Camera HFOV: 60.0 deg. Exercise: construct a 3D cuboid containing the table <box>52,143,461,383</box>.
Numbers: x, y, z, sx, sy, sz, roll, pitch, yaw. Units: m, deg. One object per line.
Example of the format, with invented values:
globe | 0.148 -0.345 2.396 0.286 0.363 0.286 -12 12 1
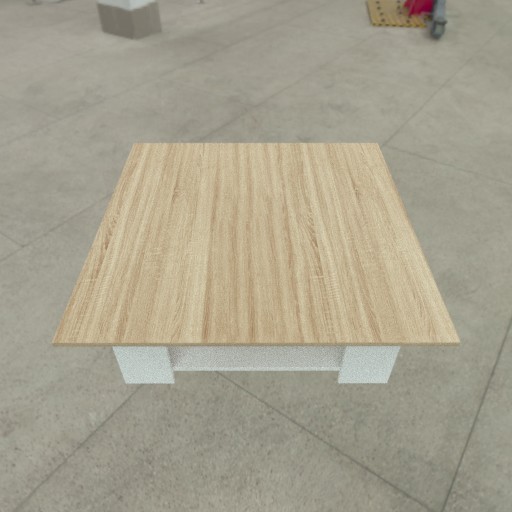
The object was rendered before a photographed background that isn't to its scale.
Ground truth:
table | 0.000 0.000 1.394 0.890 0.305 0.890 0 43 0
